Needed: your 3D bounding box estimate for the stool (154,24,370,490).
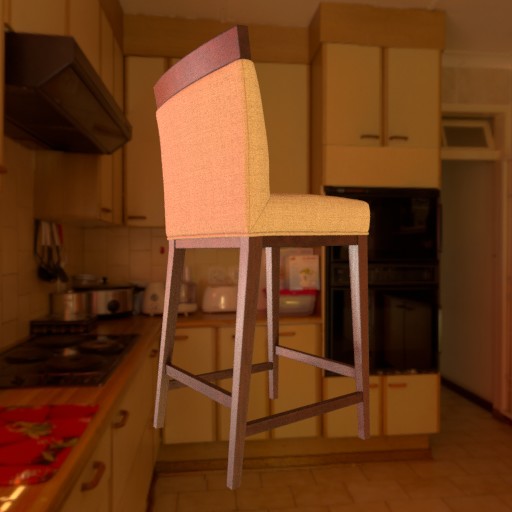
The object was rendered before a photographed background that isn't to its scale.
[{"bbox_3d":[0.000,0.000,1.263,0.480,1.011,0.463,-1,1,-36],"label":"stool"}]
